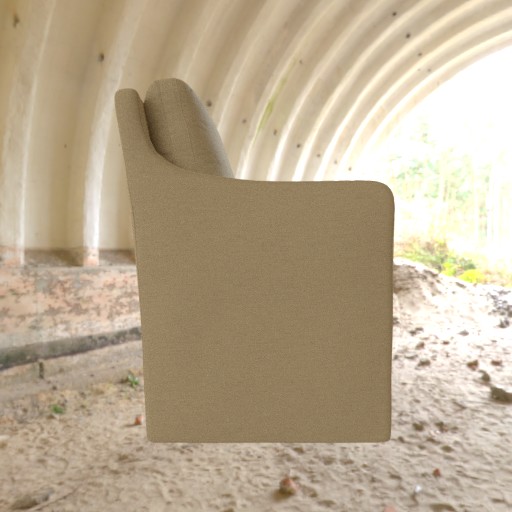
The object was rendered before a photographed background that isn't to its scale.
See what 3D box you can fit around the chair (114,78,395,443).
[{"bbox_3d":[0.000,0.000,1.355,0.694,0.914,0.626,0,0,-1],"label":"chair"}]
